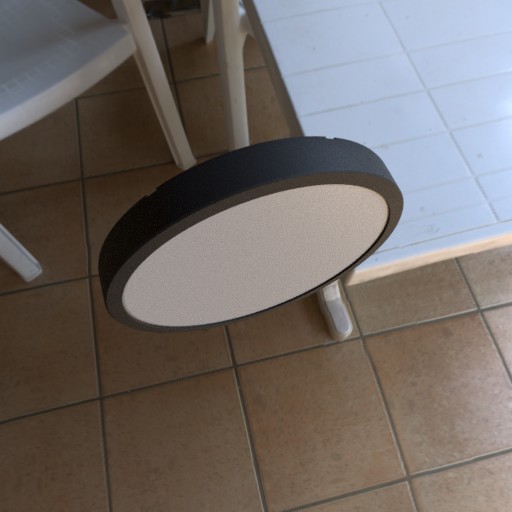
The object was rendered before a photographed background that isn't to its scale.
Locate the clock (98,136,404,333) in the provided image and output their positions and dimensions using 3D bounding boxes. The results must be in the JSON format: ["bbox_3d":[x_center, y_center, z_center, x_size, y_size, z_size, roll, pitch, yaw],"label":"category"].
[{"bbox_3d":[0.000,0.000,0.437,0.293,0.293,0.040,-18,66,-8],"label":"clock"}]
